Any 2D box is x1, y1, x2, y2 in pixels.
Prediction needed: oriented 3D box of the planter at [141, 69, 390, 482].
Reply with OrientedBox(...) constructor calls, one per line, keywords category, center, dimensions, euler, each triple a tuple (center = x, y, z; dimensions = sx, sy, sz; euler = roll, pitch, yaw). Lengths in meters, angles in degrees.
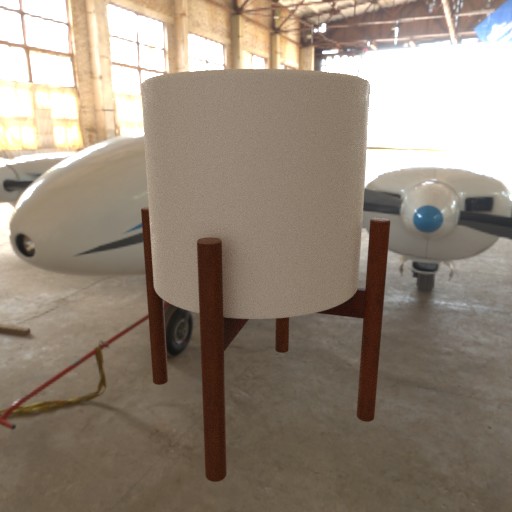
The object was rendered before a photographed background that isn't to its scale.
OrientedBox(category="planter", center=(0.000, 0.000, 0.491), dimensions=(0.224, 0.358, 0.224), euler=(-8, 17, -27))
